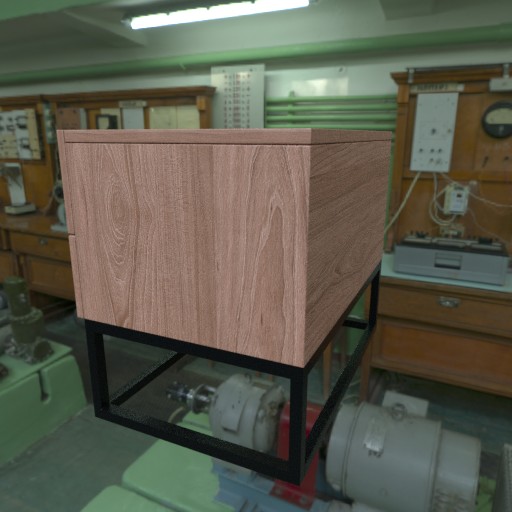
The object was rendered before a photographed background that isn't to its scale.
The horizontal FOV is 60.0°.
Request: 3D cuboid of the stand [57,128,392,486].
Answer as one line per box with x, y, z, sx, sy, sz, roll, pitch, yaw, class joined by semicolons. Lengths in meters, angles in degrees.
0.000;0.000;0.922;0.420;0.500;0.600;7;17;24;stand
